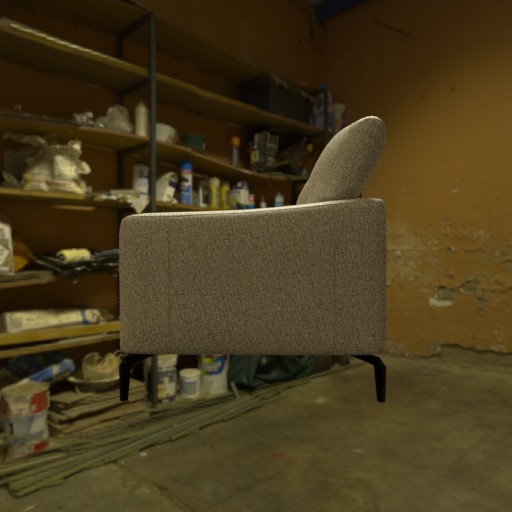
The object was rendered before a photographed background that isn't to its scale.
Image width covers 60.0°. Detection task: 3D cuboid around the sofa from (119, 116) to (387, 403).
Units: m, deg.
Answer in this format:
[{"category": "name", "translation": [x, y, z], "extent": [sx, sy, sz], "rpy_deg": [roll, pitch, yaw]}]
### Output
[{"category": "sofa", "translation": [0.000, 0.000, 2.128], "extent": [0.905, 0.950, 1.540], "rpy_deg": [0, -1, 1]}]
